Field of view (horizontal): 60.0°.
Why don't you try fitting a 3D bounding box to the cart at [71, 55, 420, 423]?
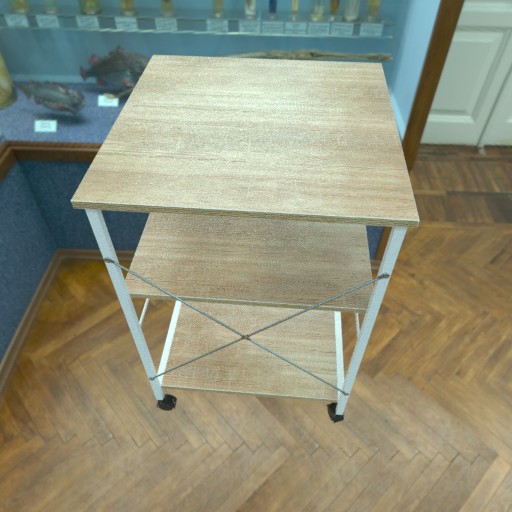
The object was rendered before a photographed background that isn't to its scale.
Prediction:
[{"bbox_3d":[0.000,0.000,1.113,0.521,0.762,0.520,4,47,3],"label":"cart"}]
